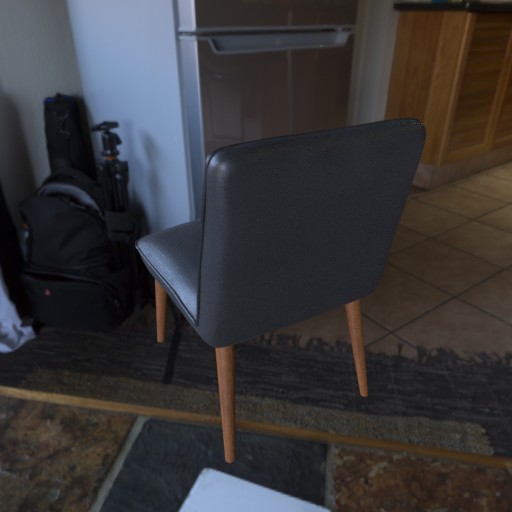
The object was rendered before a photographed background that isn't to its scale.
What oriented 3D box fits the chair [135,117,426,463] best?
[{"bbox_3d":[0.000,0.000,1.211,0.543,0.801,0.645,-18,35,-29],"label":"chair"}]
